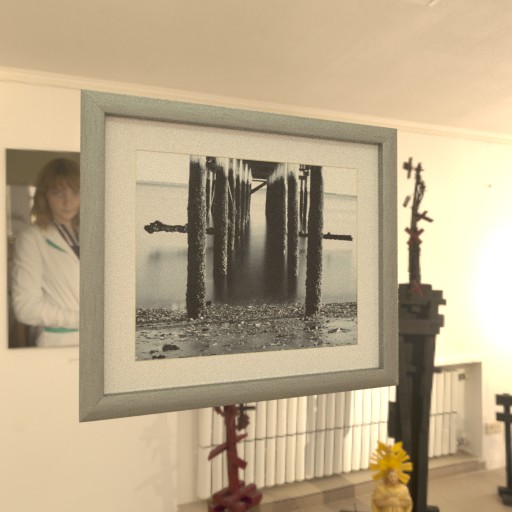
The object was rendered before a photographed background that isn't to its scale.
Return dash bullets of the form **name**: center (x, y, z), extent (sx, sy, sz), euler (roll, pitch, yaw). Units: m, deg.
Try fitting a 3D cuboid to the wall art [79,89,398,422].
- **wall art**: center (0.000, 0.000, 0.515), extent (0.380, 0.330, 0.028), euler (0, -1, -20)
